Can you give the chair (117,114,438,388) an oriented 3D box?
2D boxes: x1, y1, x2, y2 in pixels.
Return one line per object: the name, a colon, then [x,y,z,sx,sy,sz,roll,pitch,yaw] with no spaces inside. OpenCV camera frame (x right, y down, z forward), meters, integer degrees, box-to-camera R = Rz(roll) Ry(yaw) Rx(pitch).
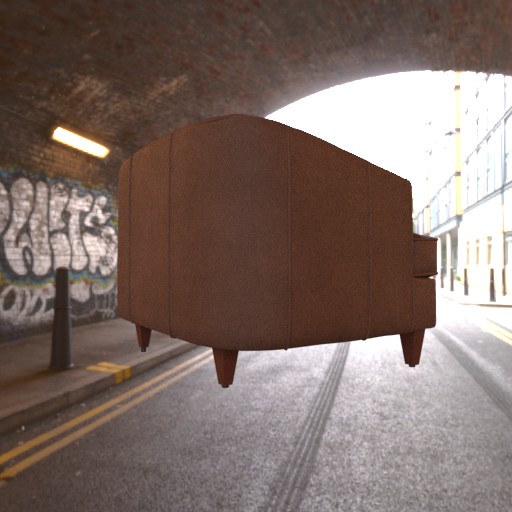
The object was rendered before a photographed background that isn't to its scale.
chair: [0.000,0.000,1.771,0.914,0.787,1.118,1,-1,-35]
